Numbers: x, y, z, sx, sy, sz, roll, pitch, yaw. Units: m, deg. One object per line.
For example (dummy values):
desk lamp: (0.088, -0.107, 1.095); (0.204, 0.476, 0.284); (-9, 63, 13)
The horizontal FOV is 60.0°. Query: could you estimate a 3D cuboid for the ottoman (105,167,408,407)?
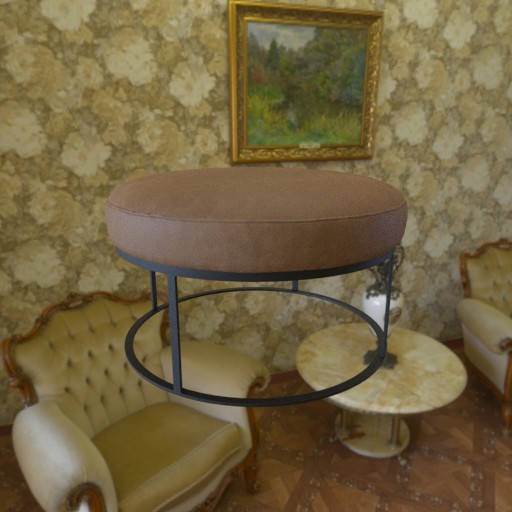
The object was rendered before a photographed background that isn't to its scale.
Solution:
ottoman: (0.000, 0.000, 1.230); (0.771, 0.460, 0.771); (0, 16, 0)
